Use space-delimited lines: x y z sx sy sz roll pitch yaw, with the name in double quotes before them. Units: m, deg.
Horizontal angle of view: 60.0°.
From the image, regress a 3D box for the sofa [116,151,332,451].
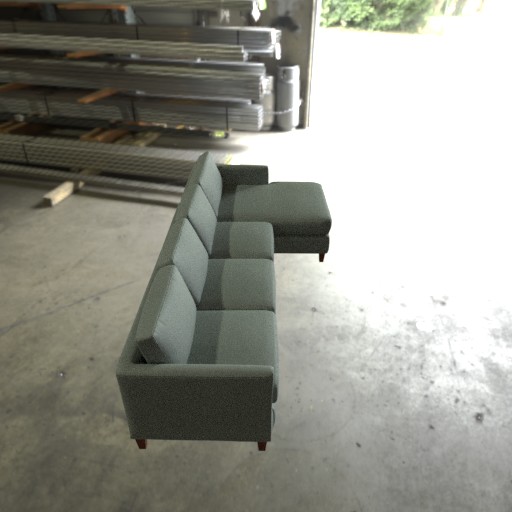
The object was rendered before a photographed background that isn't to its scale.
"sofa" 0.000 0.000 4.116 1.604 0.950 3.471 0 32 1
